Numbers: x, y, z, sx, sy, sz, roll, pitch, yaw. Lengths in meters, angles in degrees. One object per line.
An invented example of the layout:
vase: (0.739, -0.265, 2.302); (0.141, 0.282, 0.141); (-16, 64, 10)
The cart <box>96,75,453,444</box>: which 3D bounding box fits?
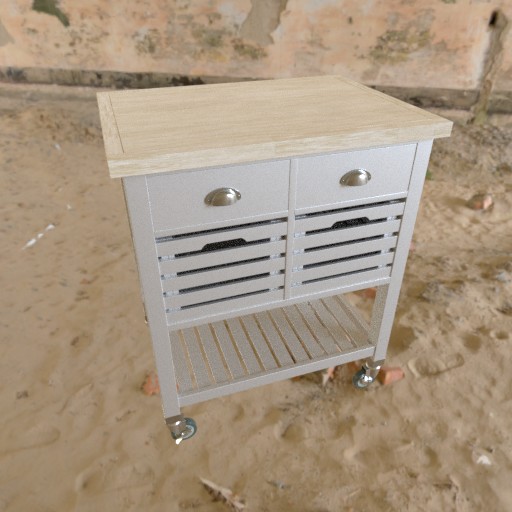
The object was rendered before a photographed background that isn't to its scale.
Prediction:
cart: (0.000, 0.000, 1.379); (0.762, 0.914, 0.559); (-10, 34, -16)
